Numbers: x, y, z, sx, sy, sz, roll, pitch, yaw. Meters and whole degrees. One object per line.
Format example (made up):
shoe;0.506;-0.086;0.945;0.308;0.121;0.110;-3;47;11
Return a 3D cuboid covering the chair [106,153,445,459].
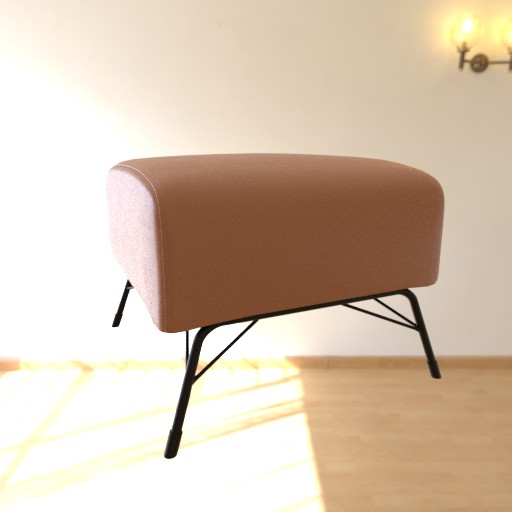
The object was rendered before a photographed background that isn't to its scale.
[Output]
chair;0.000;0.000;0.907;0.530;0.410;0.530;-6;15;-25
